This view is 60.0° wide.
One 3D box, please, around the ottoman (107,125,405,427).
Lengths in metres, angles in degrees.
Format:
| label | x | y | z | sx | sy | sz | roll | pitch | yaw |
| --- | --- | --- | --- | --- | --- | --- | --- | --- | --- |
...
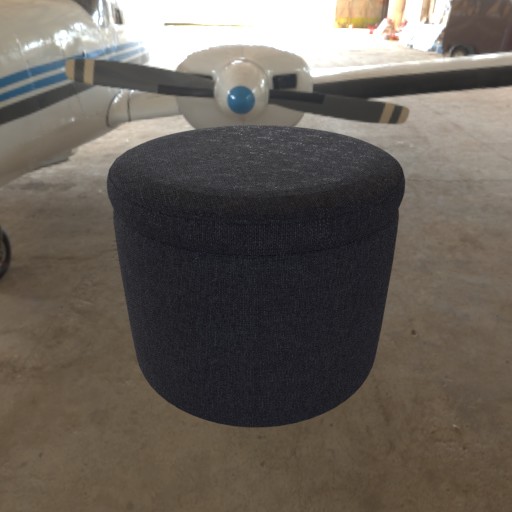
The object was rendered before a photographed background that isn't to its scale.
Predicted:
| label | x | y | z | sx | sy | sz | roll | pitch | yaw |
| --- | --- | --- | --- | --- | --- | --- | --- | --- | --- |
| ottoman | 0.000 | 0.000 | 0.887 | 0.520 | 0.430 | 0.520 | 0 | 29 | 0 |
